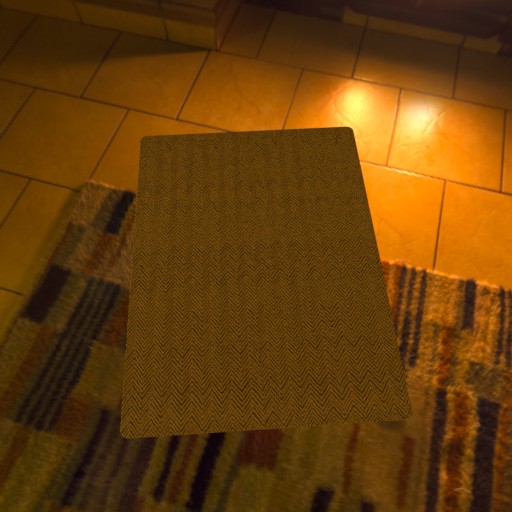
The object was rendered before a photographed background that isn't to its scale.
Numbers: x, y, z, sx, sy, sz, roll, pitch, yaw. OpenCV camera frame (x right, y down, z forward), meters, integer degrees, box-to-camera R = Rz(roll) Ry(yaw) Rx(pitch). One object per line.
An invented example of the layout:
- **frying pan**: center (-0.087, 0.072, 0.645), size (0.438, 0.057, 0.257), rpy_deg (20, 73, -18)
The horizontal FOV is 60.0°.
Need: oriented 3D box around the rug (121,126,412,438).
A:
- **rug**: center (0.000, 0.000, 4.386), size (2.439, 0.014, 3.207), rpy_deg (-3, 64, -2)
